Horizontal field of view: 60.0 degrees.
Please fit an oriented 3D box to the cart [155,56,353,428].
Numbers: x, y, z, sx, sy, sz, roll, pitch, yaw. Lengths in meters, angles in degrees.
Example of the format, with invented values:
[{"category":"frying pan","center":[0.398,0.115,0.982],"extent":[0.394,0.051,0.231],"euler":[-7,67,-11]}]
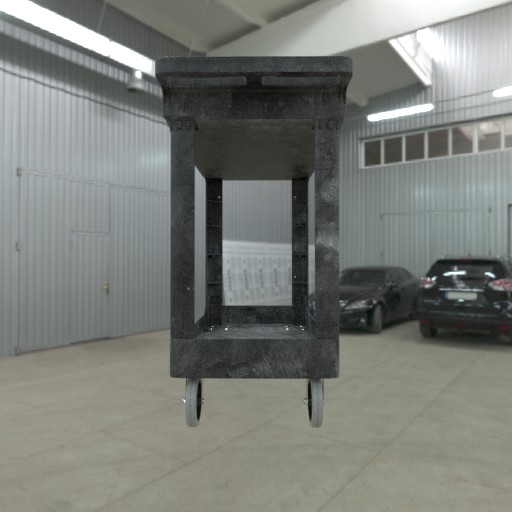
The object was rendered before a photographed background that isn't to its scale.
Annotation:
[{"category":"cart","center":[0.000,0.000,1.351],"extent":[0.420,0.824,0.877],"euler":[0,-1,1]}]
